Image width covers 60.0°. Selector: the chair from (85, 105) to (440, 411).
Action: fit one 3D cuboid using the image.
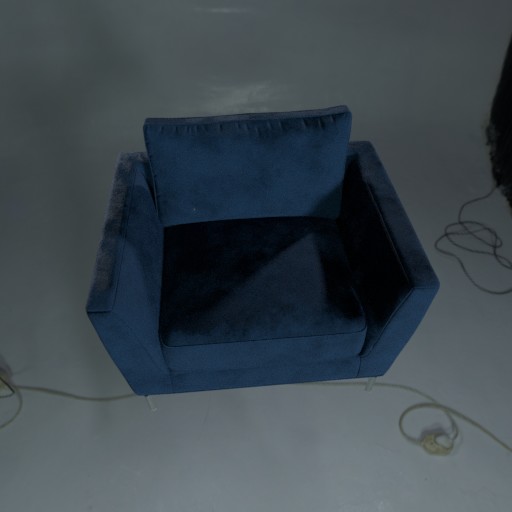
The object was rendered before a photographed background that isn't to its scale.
[{"bbox_3d":[0.000,0.000,1.600,0.977,0.893,0.746,-4,47,-3],"label":"chair"}]
